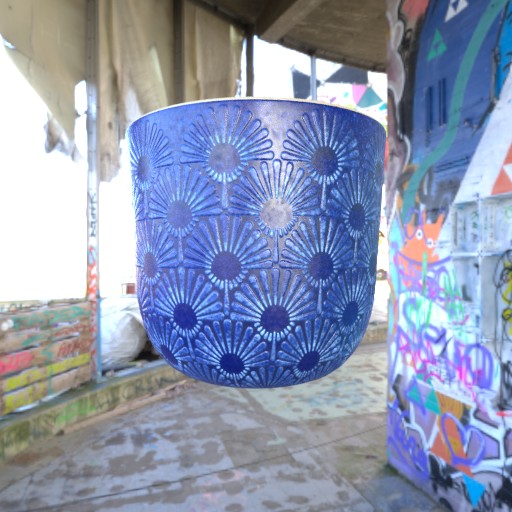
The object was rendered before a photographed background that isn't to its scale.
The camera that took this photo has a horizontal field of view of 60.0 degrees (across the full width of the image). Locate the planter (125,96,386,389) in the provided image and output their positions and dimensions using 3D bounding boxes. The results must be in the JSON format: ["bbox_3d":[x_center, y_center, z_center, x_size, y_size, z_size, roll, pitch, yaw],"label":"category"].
[{"bbox_3d":[0.000,0.000,0.365,0.206,0.190,0.206,0,0,0],"label":"planter"}]
